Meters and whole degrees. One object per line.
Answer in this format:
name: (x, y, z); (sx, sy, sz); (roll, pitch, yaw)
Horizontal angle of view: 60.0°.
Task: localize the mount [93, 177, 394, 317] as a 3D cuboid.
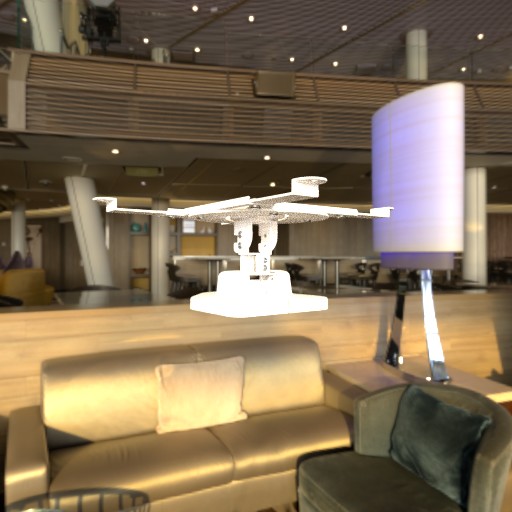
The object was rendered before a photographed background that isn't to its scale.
mount: (0.000, 0.000, 0.604); (0.394, 0.141, 0.394); (0, 0, -36)
